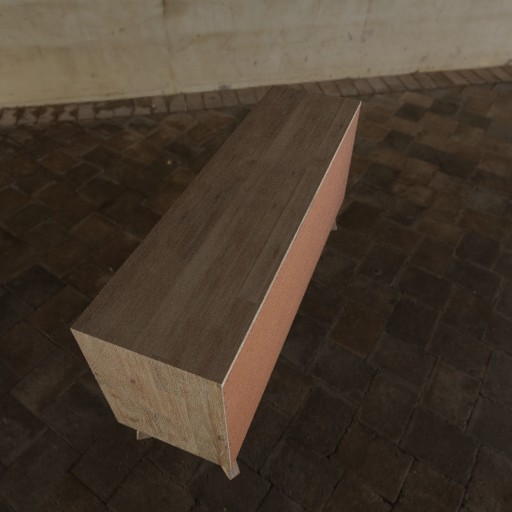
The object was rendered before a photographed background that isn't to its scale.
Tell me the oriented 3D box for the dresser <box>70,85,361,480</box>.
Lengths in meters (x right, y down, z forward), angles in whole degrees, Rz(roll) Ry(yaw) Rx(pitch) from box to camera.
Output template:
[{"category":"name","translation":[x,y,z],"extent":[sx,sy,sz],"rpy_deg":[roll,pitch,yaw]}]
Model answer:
[{"category":"dresser","translation":[0.000,0.000,1.951],"extent":[0.455,0.788,1.602],"rpy_deg":[16,48,15]}]
